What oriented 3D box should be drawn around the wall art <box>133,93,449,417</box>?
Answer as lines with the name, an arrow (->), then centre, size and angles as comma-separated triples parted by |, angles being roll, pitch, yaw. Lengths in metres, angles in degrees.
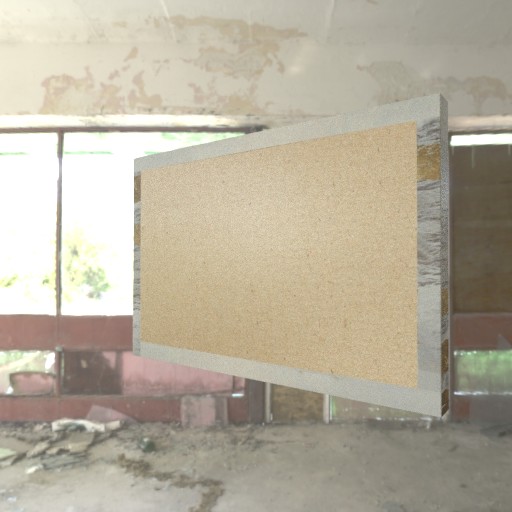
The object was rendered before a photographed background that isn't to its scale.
wall art -> 0.000, 0.000, 0.751 | 0.606, 0.407, 0.041 | 0, -1, 37
